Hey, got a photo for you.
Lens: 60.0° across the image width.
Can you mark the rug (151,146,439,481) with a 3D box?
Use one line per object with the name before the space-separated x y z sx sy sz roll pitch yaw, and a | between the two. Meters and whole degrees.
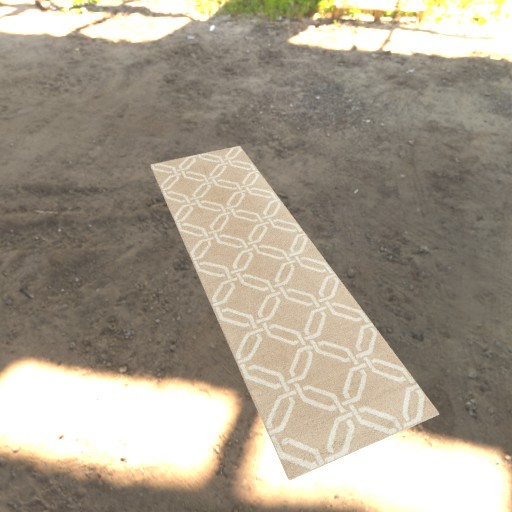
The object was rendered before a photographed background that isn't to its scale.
rug | 0.000 0.000 2.464 0.678 0.014 2.276 -16 46 -16
